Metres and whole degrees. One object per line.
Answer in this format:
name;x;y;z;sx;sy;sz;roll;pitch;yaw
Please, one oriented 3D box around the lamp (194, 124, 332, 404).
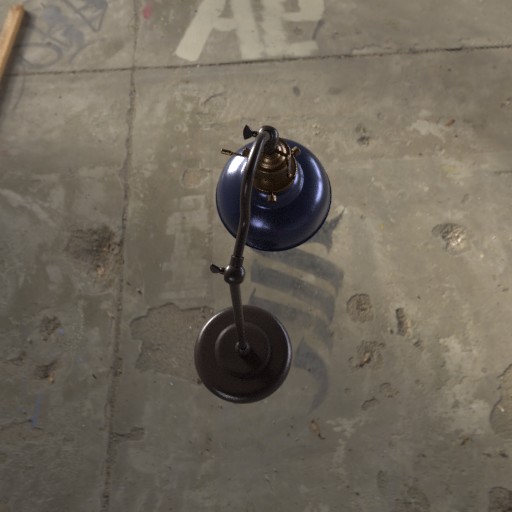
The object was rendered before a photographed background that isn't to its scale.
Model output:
lamp;0.000;0.000;0.675;0.192;0.508;0.374;14;65;7
